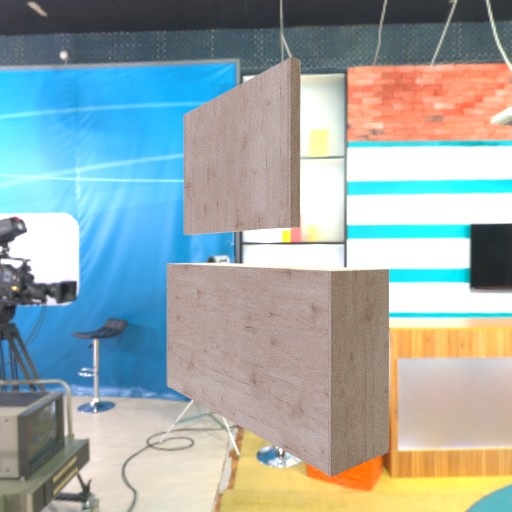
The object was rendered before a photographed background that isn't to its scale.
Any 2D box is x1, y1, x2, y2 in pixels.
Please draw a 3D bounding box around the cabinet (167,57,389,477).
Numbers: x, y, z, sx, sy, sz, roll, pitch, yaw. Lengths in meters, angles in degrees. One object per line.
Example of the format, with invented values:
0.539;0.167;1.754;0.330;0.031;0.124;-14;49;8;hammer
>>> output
0.000;0.000;2.789;0.420;1.981;1.700;0;1;-37;cabinet
